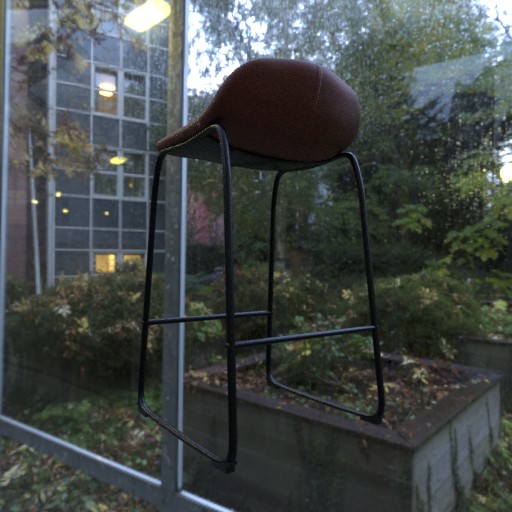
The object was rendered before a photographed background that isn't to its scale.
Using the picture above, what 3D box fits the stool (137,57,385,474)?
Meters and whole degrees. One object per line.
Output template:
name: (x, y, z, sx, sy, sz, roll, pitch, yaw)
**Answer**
stool: (0.000, 0.000, 1.143, 0.454, 0.830, 0.473, 1, -1, -36)
